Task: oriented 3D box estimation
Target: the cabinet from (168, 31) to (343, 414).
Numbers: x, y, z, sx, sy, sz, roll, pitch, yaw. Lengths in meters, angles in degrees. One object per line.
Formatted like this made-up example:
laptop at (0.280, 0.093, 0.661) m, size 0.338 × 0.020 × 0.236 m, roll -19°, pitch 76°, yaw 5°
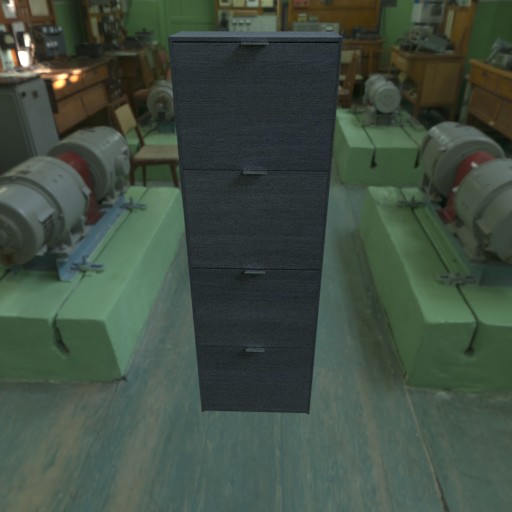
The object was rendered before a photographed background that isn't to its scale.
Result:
cabinet at (0.000, 0.000, 1.817) m, size 0.520 × 1.630 × 0.255 m, roll 1°, pitch 30°, yaw 1°
